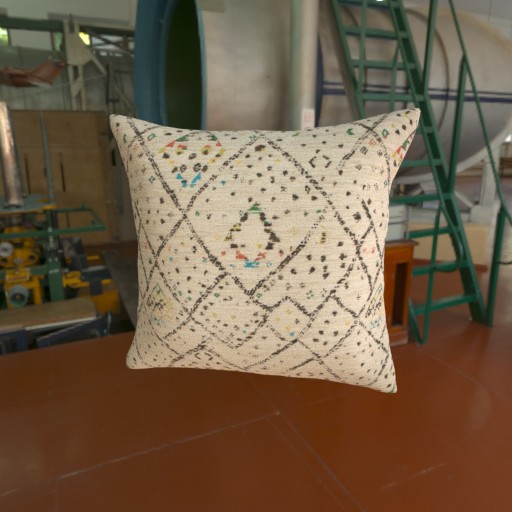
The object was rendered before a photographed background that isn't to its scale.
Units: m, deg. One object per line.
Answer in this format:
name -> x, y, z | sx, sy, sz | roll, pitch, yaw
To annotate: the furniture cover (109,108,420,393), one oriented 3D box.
furniture cover -> 0.000, 0.000, 0.793 | 0.525, 0.498, 0.180 | 2, 16, 9
